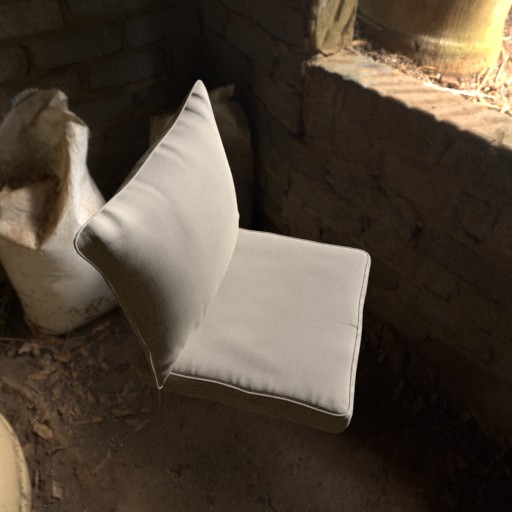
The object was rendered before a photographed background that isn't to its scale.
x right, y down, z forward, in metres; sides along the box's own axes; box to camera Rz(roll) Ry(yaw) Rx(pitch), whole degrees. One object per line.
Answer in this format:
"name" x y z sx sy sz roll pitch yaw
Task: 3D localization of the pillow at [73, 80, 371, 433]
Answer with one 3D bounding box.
"pillow" 0.000 0.000 1.354 0.733 0.716 0.798 11 47 10
